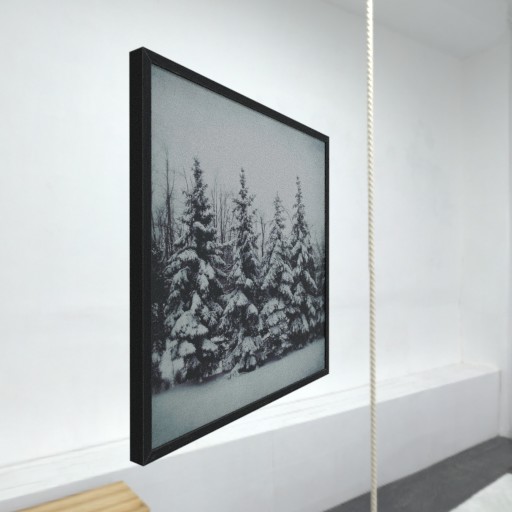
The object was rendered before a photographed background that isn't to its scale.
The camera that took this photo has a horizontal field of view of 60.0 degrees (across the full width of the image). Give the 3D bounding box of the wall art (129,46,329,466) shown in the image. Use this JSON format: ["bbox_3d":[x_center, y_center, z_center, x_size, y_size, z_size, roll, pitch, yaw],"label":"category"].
[{"bbox_3d":[0.000,0.000,1.123,0.037,0.761,0.761,0,0,35],"label":"wall art"}]
